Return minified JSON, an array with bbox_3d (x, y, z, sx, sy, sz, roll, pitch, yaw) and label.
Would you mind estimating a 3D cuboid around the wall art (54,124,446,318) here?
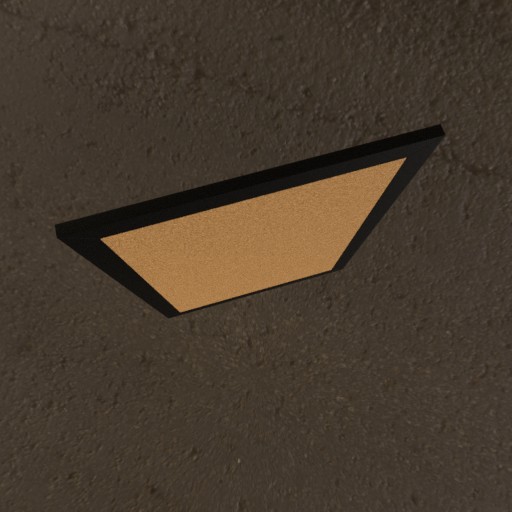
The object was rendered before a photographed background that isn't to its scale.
[{"bbox_3d":[0.000,0.000,0.579,0.326,0.459,0.011,-15,75,-4],"label":"wall art"}]
